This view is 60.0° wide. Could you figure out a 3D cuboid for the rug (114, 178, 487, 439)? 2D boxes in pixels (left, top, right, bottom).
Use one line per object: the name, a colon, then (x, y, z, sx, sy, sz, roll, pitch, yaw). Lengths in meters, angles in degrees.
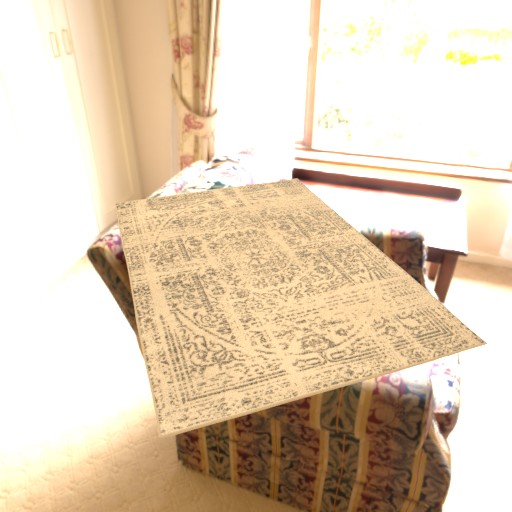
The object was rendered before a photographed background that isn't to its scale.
rug: (0.000, 0.000, 3.034, 1.706, 0.026, 2.438, -10, 33, -16)
